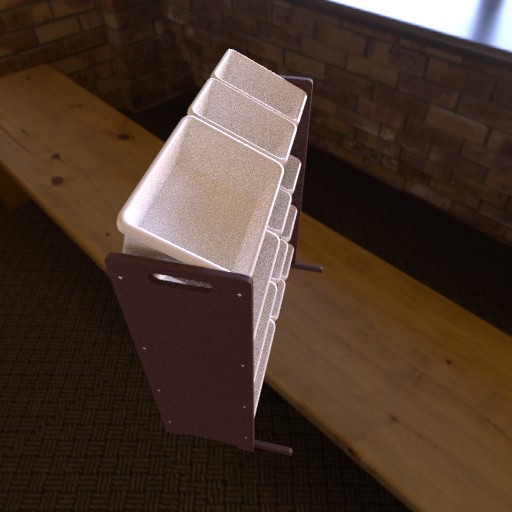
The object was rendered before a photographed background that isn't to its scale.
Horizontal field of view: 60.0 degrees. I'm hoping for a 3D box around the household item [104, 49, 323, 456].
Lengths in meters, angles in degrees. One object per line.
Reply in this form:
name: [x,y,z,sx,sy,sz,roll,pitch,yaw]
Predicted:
household item: [0.000,0.000,1.287,0.389,0.864,0.787,9,47,9]
